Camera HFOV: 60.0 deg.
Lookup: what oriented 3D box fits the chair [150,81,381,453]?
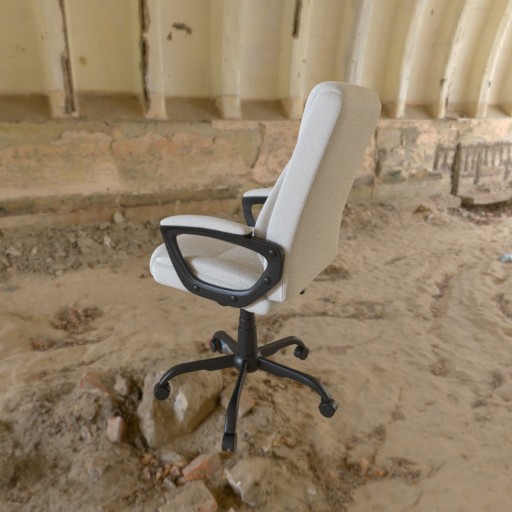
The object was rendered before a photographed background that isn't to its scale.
[{"bbox_3d":[0.000,0.000,1.480,0.669,1.065,0.663,9,20,26],"label":"chair"}]
